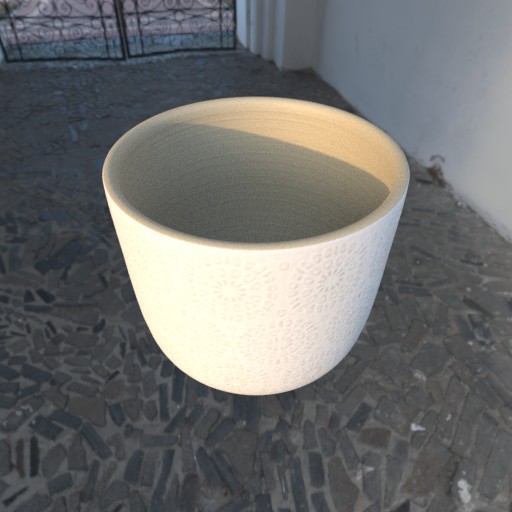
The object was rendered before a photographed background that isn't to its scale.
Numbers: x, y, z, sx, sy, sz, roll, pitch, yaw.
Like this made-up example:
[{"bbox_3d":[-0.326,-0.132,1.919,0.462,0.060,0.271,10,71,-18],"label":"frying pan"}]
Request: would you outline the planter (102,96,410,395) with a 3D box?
[{"bbox_3d":[0.000,0.000,0.371,0.208,0.190,0.208,0,41,0],"label":"planter"}]
